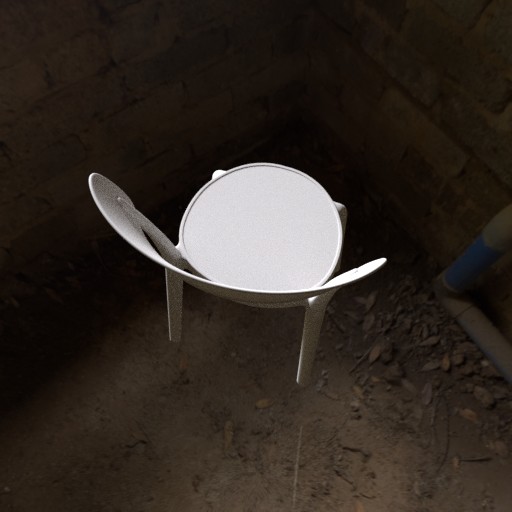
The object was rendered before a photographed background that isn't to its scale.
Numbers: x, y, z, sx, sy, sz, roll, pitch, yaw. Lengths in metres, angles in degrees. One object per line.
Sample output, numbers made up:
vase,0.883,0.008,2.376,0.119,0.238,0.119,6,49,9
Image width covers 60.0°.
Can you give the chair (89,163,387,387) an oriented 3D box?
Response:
chair,0.000,0.000,1.105,0.506,0.790,0.491,17,65,8
